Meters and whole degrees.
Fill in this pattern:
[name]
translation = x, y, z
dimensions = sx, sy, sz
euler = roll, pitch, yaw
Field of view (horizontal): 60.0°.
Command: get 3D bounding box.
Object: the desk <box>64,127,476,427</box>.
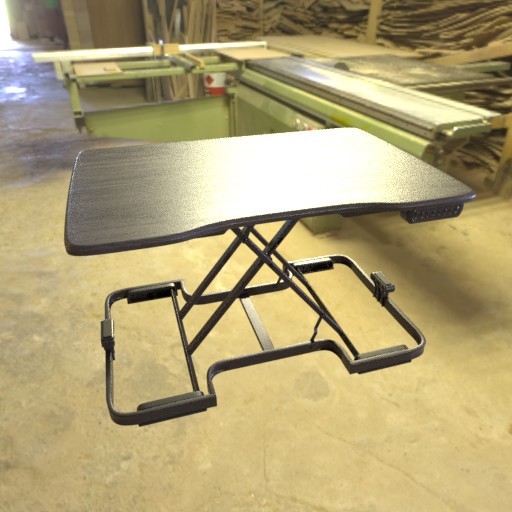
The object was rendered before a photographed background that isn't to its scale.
[desk]
translation = 0.000, 0.000, 1.144
dimensions = 0.820, 0.470, 0.546
euler = -9, 32, -14
